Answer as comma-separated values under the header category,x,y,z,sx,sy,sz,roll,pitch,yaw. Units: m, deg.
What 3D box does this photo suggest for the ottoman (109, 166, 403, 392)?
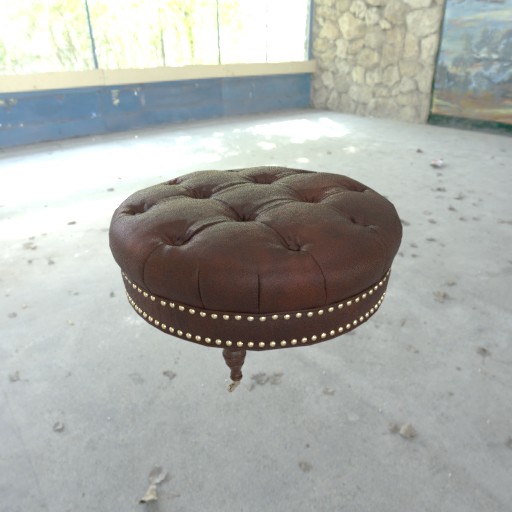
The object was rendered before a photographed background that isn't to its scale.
category,x,y,z,sx,sy,sz,roll,pitch,yaw
ottoman,0.000,0.000,1.459,0.901,0.455,0.901,0,26,0
